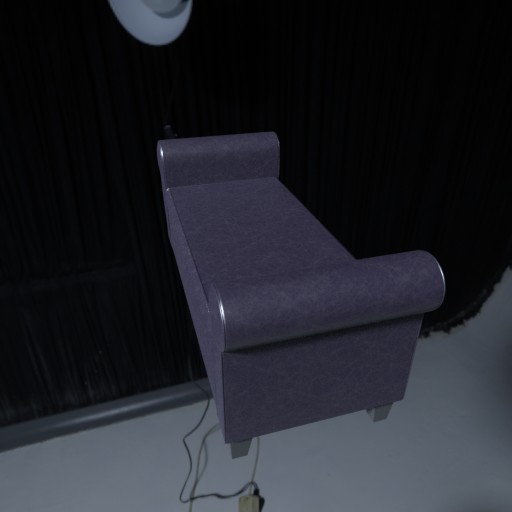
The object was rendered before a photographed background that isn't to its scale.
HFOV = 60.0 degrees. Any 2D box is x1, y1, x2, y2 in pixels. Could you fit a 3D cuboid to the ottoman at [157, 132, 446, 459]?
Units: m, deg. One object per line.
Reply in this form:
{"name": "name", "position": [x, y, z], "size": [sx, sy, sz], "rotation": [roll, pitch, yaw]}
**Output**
{"name": "ottoman", "position": [0.000, 0.000, 1.541], "size": [0.521, 0.547, 1.256], "rotation": [-8, 31, -14]}
